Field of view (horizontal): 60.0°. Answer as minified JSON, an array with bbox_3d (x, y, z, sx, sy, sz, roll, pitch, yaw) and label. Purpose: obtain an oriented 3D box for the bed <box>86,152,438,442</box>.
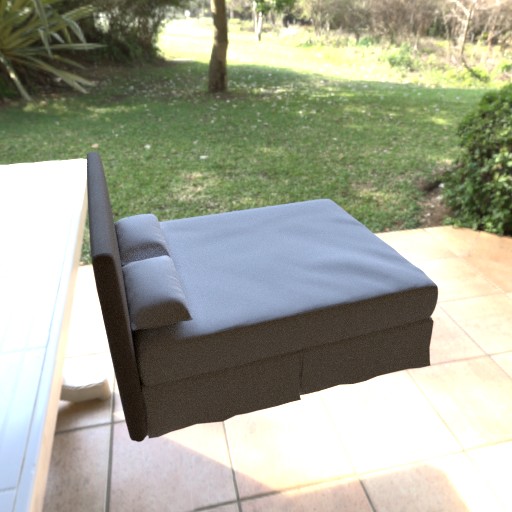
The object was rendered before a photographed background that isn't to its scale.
[{"bbox_3d":[0.000,0.000,3.252,2.142,1.330,1.723,-10,32,-16],"label":"bed"}]
